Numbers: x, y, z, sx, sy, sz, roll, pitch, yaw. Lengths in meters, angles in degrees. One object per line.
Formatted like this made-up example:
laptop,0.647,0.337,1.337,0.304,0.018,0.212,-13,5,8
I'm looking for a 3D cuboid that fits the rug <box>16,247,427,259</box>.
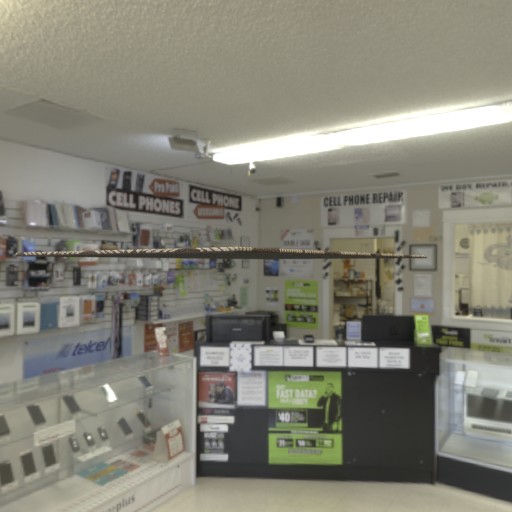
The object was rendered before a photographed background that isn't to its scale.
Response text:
rug,0.000,0.000,2.270,1.210,0.016,1.833,-1,-1,36
